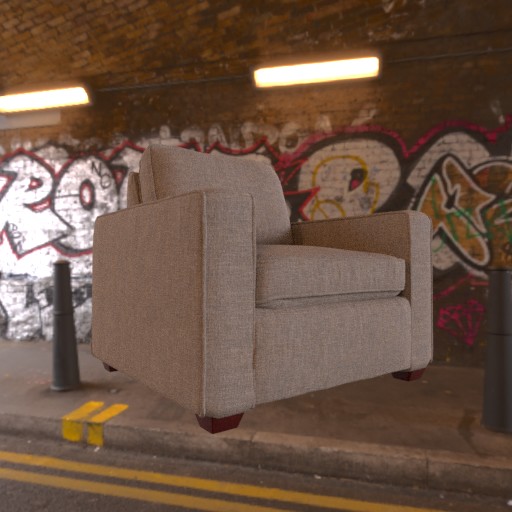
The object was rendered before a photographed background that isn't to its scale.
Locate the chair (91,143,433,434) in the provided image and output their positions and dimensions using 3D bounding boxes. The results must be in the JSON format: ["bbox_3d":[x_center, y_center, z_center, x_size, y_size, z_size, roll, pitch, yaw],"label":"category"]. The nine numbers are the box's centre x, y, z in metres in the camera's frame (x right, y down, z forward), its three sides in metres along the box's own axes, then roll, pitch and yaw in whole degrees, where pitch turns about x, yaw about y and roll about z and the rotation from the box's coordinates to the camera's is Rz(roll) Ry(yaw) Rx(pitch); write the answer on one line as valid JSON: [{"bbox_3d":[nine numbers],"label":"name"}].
[{"bbox_3d":[0.000,0.000,1.724,1.016,0.914,0.940,1,-1,-37],"label":"chair"}]
